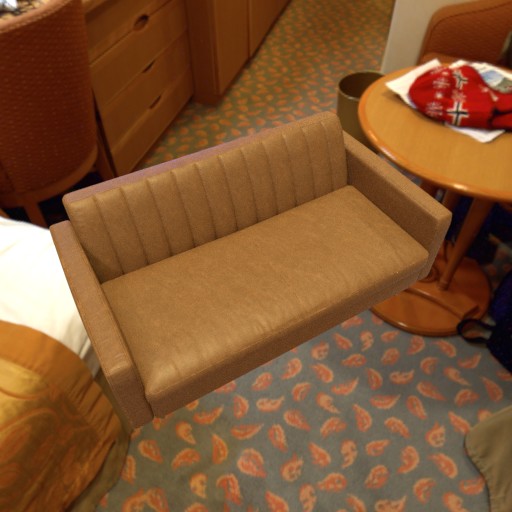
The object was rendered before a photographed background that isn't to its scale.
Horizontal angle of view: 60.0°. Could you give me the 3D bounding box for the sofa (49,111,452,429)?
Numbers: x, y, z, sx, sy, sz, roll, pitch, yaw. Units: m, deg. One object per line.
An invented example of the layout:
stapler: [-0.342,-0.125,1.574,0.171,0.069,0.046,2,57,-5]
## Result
sofa: [0.000,0.000,2.397,1.847,0.821,0.993,-23,51,-20]
